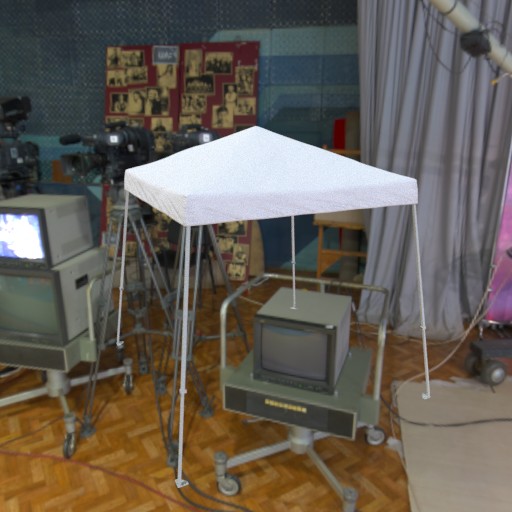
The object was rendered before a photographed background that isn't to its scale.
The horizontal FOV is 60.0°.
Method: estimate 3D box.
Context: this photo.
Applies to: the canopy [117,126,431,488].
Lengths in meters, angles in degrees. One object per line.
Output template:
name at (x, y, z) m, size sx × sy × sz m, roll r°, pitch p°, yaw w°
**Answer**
canopy at (0.000, 0.000, 5.068) m, size 2.849 × 2.850 × 2.850 m, roll -8°, pitch 18°, yaw -25°
